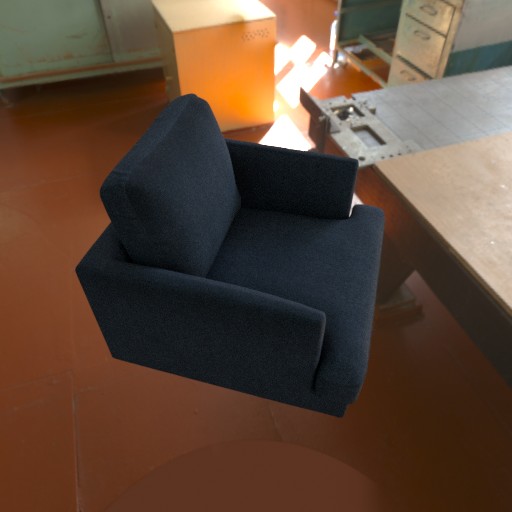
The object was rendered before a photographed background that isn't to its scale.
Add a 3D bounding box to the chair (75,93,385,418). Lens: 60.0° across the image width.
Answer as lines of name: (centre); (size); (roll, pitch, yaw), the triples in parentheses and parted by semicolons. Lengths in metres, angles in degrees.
chair: (0.000, 0.000, 1.649); (0.899, 0.957, 0.858); (11, 47, 11)
